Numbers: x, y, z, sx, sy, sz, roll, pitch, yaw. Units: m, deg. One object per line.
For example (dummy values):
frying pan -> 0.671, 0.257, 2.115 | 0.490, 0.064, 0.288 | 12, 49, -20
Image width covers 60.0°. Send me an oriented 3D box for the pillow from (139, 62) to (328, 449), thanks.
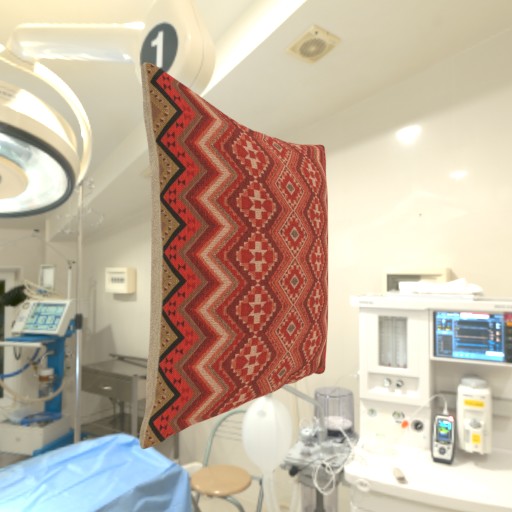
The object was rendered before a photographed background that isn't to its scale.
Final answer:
pillow -> 0.000, 0.000, 0.788 | 0.158, 0.511, 0.513 | -1, -2, 35
